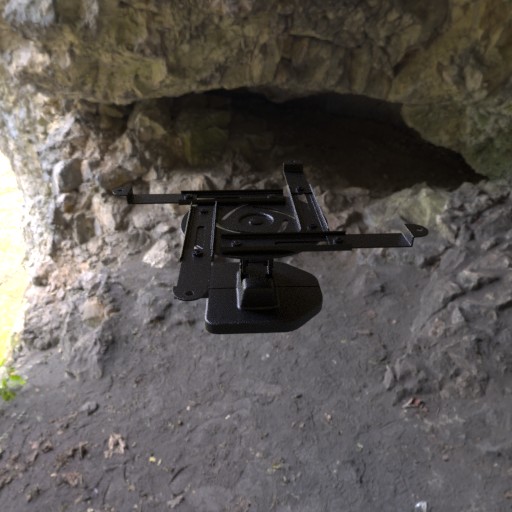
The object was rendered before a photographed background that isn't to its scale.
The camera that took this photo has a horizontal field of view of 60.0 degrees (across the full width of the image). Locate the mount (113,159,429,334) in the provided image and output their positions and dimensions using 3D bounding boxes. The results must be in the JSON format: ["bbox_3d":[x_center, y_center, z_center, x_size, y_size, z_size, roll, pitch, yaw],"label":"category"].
[{"bbox_3d":[0.000,0.000,0.603,0.394,0.141,0.394,-1,30,-2],"label":"mount"}]
